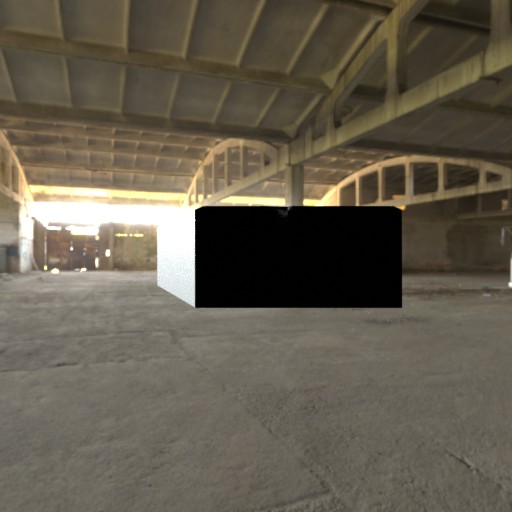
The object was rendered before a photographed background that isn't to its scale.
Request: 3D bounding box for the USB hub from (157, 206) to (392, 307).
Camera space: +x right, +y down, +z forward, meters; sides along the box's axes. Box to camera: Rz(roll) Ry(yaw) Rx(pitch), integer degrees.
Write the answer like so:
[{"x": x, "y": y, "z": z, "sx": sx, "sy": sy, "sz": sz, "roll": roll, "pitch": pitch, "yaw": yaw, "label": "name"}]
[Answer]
[{"x": 0.000, "y": 0.000, "z": 0.128, "sx": 0.044, "sy": 0.023, "sz": 0.110, "roll": 0, "pitch": 0, "yaw": -19, "label": "USB hub"}]
